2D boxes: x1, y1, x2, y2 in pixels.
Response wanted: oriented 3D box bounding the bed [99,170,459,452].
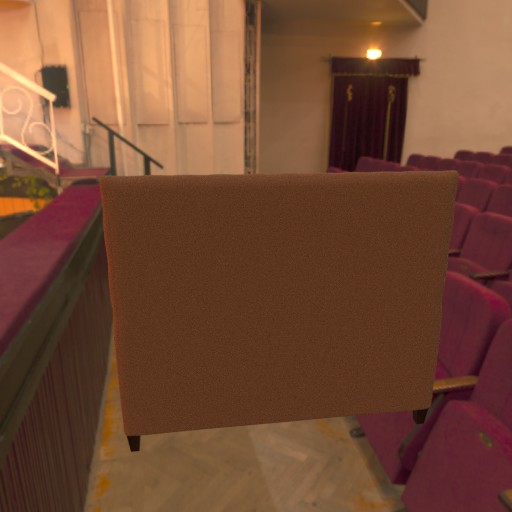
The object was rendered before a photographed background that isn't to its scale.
[{"bbox_3d":[0.000,0.000,3.255,1.696,1.426,2.233,-2,17,-8],"label":"bed"}]
